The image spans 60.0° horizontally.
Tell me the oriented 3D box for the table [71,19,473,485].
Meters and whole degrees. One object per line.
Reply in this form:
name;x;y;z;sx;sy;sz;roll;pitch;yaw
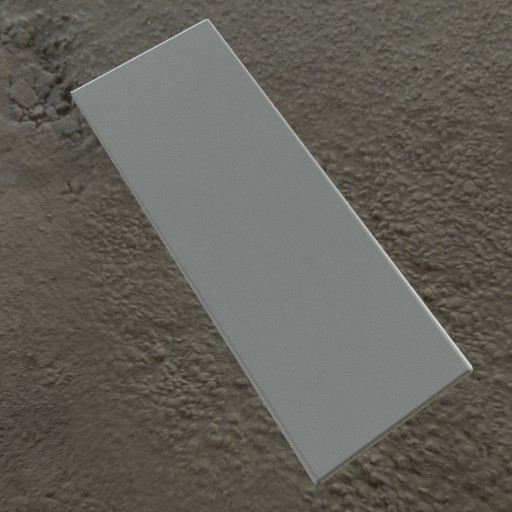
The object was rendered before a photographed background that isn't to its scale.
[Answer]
table;0.000;0.000;1.483;0.459;0.740;1.184;-33;78;-8
